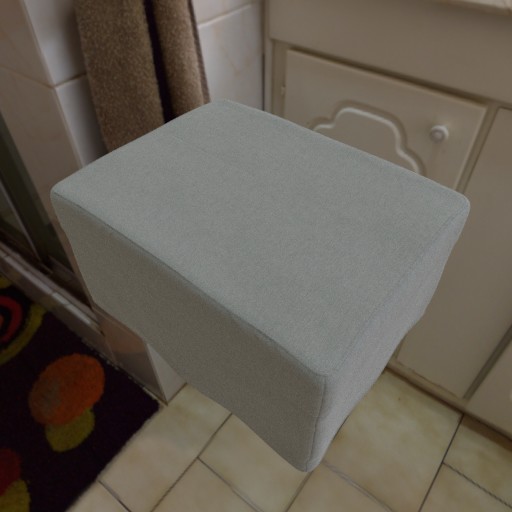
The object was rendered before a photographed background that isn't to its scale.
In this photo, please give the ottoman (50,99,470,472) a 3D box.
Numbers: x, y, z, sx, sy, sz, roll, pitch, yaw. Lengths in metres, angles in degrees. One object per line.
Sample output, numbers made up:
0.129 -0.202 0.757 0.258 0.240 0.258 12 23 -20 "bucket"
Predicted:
0.000 0.000 1.214 0.833 0.461 0.648 31 53 26 "ottoman"
